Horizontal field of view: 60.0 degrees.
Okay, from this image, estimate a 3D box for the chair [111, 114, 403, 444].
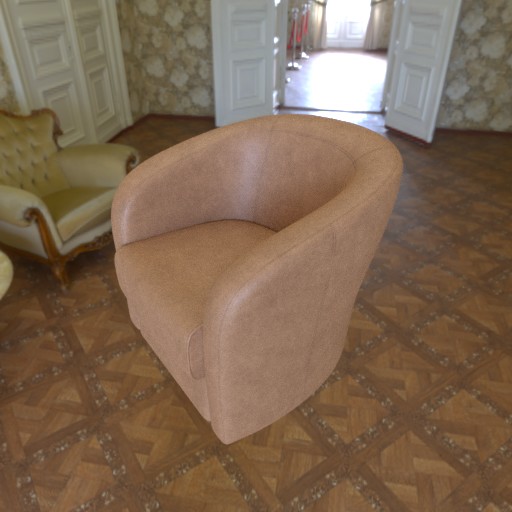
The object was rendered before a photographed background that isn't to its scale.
[{"bbox_3d":[0.000,0.000,1.476,0.815,0.771,0.791,-21,37,-30],"label":"chair"}]
